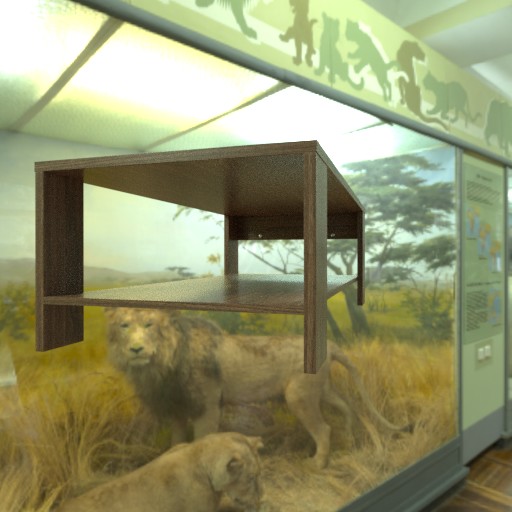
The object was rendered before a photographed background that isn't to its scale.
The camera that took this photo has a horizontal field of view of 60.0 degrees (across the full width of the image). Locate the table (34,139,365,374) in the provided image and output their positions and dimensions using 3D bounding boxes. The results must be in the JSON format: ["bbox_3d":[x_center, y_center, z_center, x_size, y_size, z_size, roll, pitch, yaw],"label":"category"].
[{"bbox_3d":[0.000,0.000,1.417,0.600,0.400,1.200,0,0,18],"label":"table"}]
